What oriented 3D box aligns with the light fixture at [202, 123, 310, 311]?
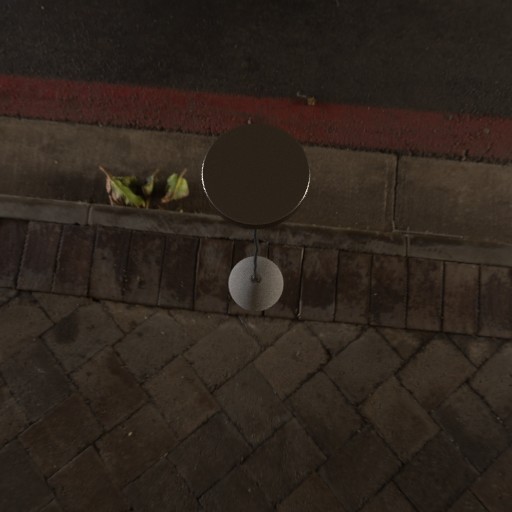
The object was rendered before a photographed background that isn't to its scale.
[{"bbox_3d":[0.000,0.000,0.823,0.139,0.764,0.139,37,80,8],"label":"light fixture"}]
